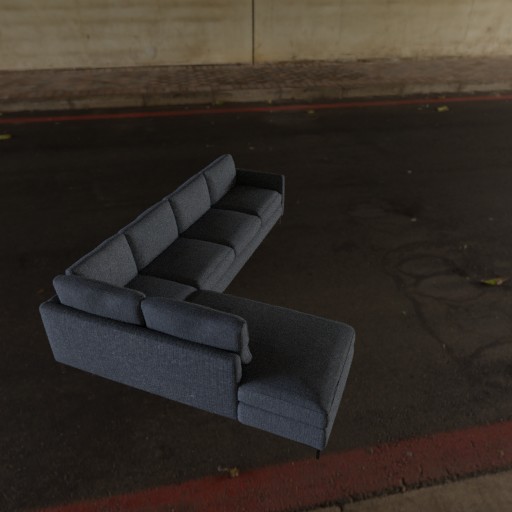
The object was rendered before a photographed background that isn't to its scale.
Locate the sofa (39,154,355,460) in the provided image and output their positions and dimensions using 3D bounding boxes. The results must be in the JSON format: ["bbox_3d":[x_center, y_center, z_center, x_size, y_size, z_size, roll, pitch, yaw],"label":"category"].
[{"bbox_3d":[0.000,0.000,3.887,2.007,0.815,2.949,11,33,18],"label":"sofa"}]
